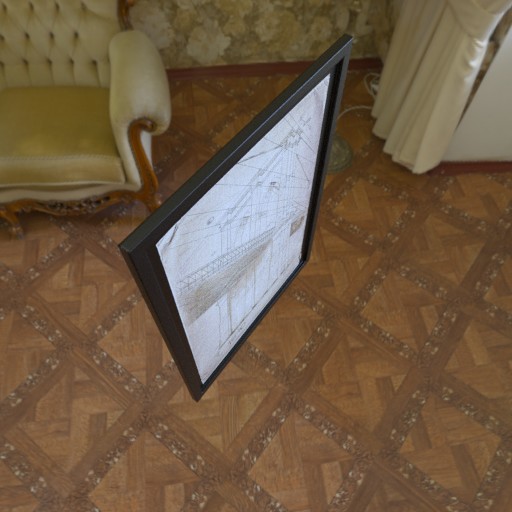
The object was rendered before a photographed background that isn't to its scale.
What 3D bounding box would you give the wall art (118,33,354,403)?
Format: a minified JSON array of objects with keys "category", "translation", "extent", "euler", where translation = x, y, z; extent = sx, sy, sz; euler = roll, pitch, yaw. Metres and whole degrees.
[{"category":"wall art","translation":[0.000,0.000,0.854],"extent":[0.016,0.657,0.480],"euler":[32,64,18]}]
